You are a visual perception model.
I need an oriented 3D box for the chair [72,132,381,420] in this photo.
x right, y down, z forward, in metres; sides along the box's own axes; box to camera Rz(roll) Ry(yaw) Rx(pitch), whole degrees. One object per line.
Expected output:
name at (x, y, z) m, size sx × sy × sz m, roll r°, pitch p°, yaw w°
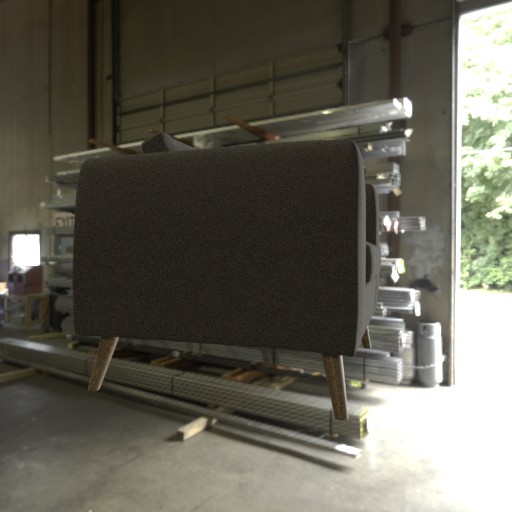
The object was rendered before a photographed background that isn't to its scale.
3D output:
chair at (0.000, 0.000, 1.744) m, size 0.930 × 0.860 × 1.000 m, roll 0°, pitch 0°, yaw 18°
